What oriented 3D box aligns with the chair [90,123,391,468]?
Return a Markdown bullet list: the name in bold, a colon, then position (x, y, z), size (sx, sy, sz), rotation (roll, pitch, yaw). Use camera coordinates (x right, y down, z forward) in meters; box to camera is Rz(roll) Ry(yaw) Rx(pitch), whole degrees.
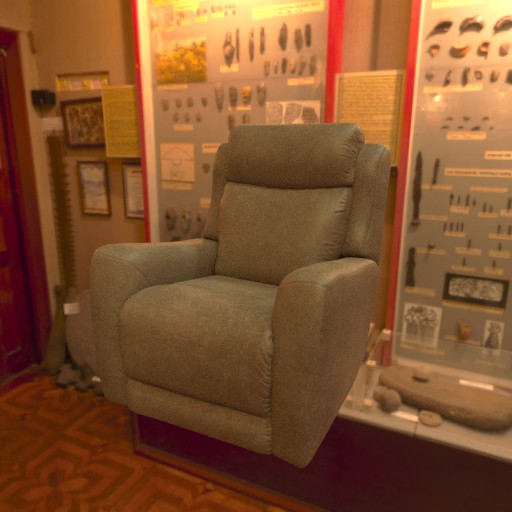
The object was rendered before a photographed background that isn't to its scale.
- **chair**: position (0.000, 0.000, 1.912), size (0.965, 1.116, 1.068), rotation (8, 17, 26)
